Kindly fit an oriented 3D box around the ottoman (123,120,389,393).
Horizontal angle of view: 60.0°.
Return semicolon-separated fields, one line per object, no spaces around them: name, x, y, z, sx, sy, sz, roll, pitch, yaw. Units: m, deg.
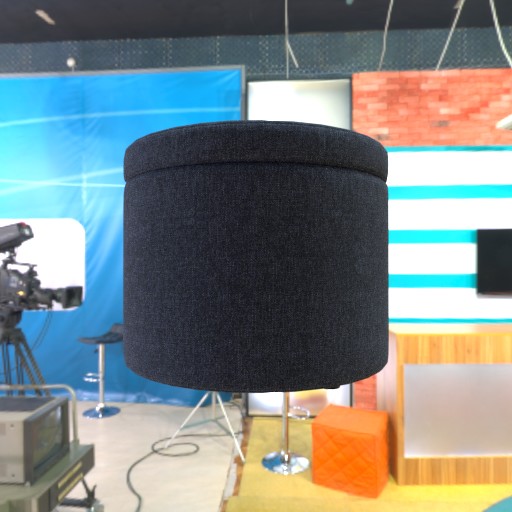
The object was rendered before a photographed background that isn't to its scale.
ottoman;0.000;0.000;0.870;0.500;0.419;0.500;0;0;0
